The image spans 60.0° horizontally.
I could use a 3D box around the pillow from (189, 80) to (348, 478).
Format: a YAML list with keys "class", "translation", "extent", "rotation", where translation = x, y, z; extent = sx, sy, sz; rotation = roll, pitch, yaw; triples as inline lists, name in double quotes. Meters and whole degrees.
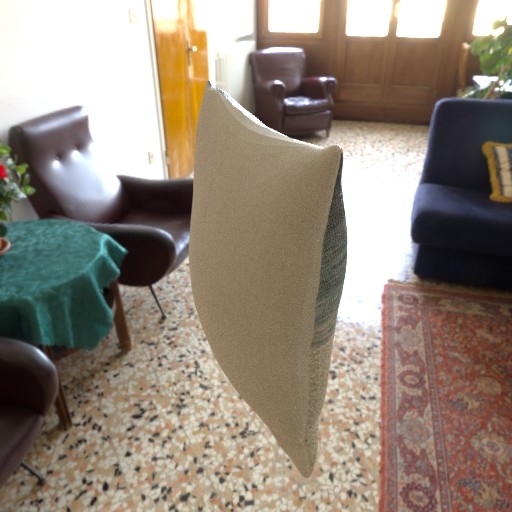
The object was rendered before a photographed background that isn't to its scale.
- class: "pillow"
  translation: [0.000, 0.000, 0.654]
  extent: [0.182, 0.441, 0.440]
  rotation: [-11, 32, -18]
